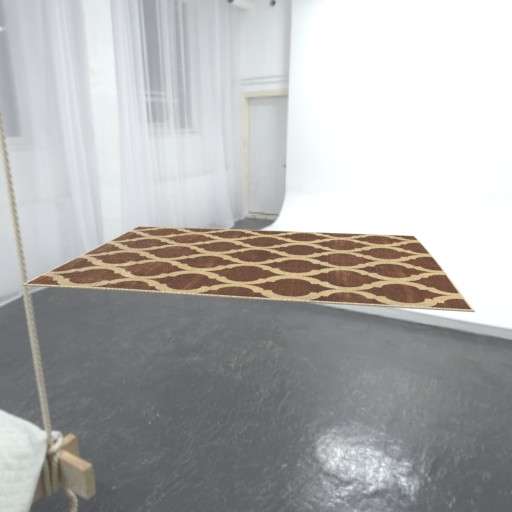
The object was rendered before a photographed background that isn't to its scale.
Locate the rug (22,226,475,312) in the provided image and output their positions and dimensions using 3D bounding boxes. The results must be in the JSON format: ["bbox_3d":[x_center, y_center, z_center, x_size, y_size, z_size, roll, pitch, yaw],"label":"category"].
[{"bbox_3d":[0.000,0.000,2.906,2.284,0.008,1.522,2,16,9],"label":"rug"}]
